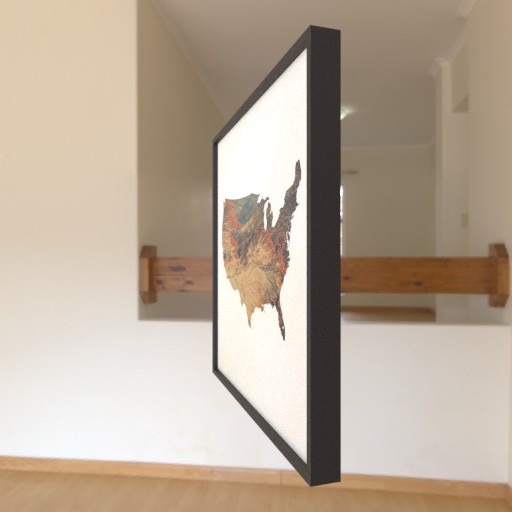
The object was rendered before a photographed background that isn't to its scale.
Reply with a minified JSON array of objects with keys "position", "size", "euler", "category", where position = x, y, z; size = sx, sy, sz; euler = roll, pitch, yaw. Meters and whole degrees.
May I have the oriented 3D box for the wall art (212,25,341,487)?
[{"position":[0.000,0.000,0.733],"size":[0.038,0.507,0.507],"euler":[0,0,-18],"category":"wall art"}]
